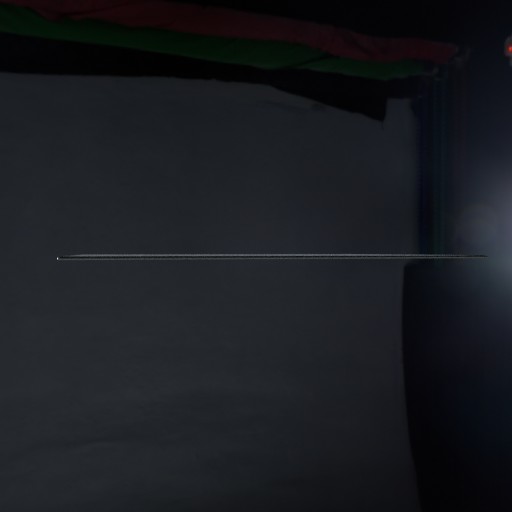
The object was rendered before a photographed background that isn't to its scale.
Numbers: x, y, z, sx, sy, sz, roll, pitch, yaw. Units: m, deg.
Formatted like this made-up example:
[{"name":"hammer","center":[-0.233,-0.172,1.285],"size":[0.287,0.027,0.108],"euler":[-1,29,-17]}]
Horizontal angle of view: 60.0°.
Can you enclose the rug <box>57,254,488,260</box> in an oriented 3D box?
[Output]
[{"name":"rug","center":[0.000,0.000,2.868],"size":[2.197,0.014,1.586],"euler":[0,0,-18]}]
